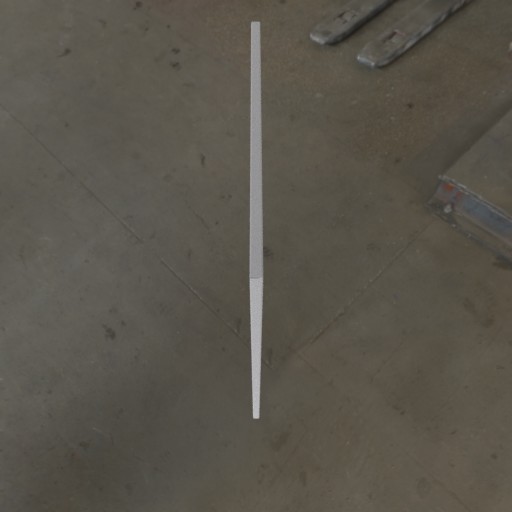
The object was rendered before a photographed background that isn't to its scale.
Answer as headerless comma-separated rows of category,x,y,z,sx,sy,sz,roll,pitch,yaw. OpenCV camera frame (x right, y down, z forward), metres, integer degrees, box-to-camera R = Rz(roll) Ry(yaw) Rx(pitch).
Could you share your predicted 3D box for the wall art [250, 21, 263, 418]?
wall art,0.000,0.000,0.689,0.012,0.529,0.374,0,58,0
